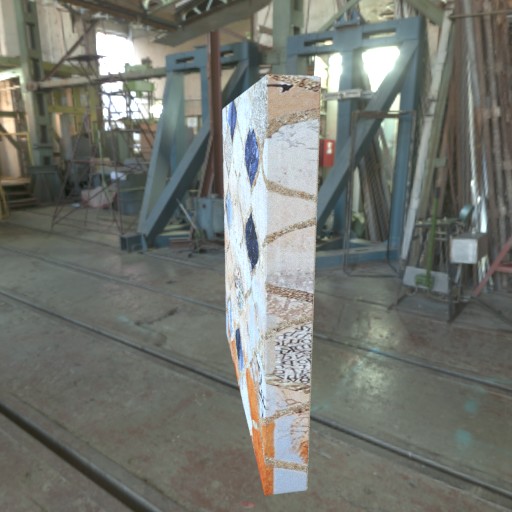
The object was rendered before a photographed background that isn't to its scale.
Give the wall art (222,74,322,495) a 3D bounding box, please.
[{"bbox_3d":[0.000,0.000,0.450,0.036,0.304,0.303,-2,15,-9],"label":"wall art"}]
